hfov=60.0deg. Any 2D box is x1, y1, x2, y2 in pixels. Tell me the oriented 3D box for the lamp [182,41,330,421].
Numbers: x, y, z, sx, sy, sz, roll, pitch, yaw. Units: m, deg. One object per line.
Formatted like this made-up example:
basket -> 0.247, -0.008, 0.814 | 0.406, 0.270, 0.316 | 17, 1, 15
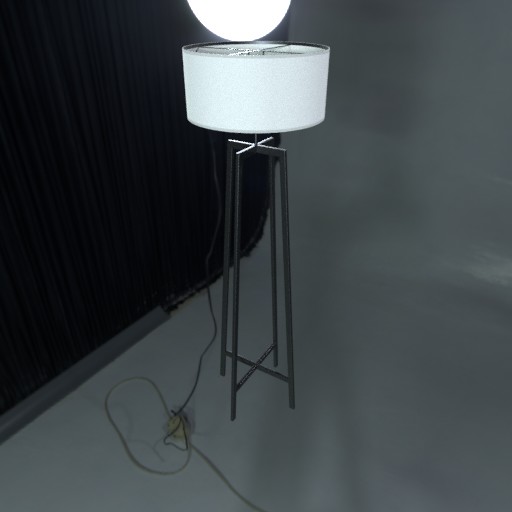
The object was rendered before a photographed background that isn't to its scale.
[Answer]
lamp -> 0.000, 0.000, 1.765 | 0.457, 1.510, 0.456 | 17, 34, 27
